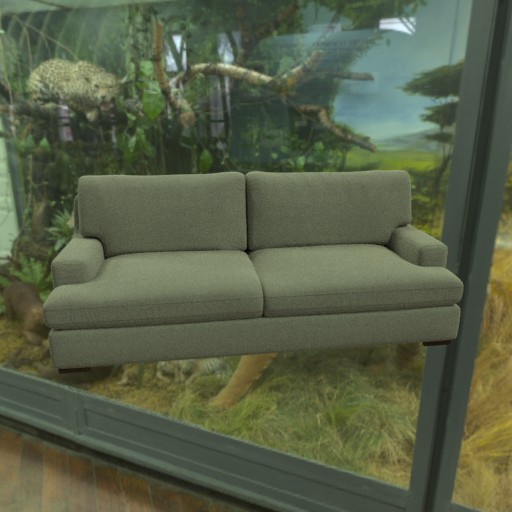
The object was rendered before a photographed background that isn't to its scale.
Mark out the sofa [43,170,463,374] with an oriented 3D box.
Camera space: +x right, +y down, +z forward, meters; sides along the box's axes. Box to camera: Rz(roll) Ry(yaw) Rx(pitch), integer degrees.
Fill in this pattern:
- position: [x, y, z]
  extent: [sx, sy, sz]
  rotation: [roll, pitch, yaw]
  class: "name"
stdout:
- position: [0.000, 0.000, 2.799]
  extent: [2.354, 0.980, 0.962]
  rotation: [-2, 18, -8]
  class: "sofa"
